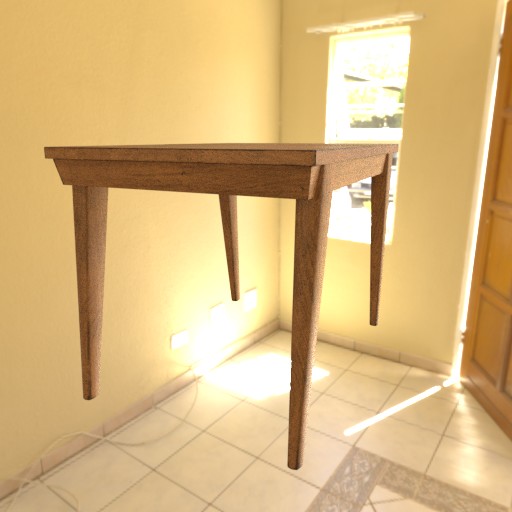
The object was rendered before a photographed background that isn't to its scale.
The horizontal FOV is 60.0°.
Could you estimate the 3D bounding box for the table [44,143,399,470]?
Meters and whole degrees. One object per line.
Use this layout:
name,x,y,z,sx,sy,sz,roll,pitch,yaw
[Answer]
table,0.000,0.000,1.564,0.757,0.760,1.027,7,16,25
